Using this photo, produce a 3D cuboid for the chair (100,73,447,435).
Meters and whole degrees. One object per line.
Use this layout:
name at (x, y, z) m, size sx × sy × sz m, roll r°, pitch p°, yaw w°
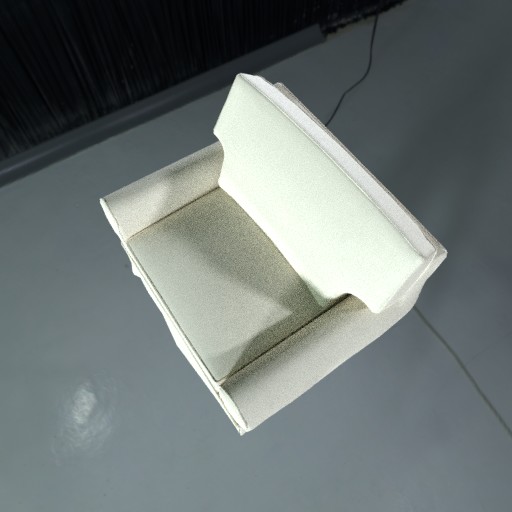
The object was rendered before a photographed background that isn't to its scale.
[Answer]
chair at (0.000, 0.000, 1.821) m, size 0.904 × 0.958 × 1.099 m, roll -32°, pitch 68°, yaw -15°
